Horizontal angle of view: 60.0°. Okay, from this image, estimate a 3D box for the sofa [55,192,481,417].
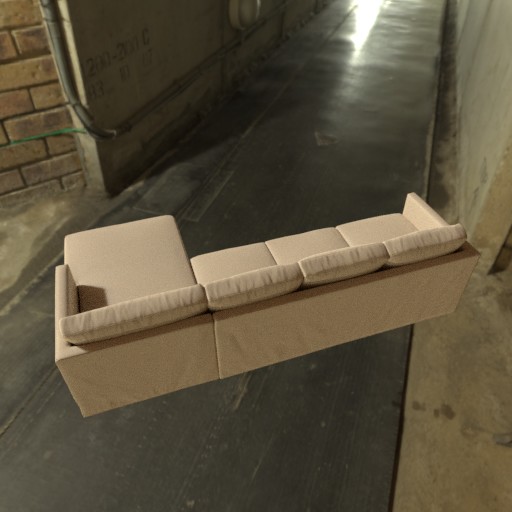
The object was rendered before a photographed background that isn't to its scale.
[{"bbox_3d":[0.000,0.000,3.823,3.206,0.871,1.622,-13,44,-14],"label":"sofa"}]
